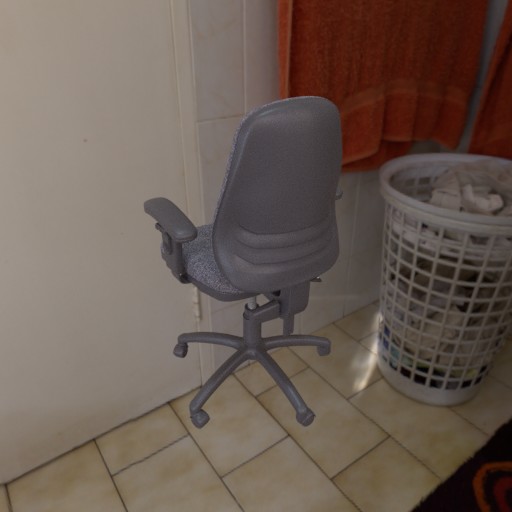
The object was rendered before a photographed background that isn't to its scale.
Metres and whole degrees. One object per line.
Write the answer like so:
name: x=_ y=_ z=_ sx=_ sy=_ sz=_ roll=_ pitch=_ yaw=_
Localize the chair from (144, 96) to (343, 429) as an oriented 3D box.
chair: x=0.000 y=0.000 z=1.263 sx=0.550 sy=0.910 sz=0.530 roll=-18 pitch=34 yaw=-29
